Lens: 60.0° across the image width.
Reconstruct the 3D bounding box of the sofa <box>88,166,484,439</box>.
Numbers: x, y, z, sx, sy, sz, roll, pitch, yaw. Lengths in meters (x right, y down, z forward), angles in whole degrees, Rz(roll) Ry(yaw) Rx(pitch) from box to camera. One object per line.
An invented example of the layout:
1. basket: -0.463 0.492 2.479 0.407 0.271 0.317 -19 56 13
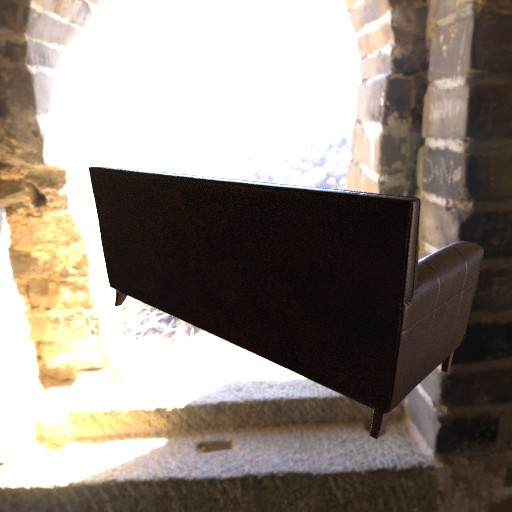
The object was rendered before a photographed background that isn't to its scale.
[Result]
1. sofa: 0.000 0.000 2.315 1.995 0.871 0.786 14 21 42
